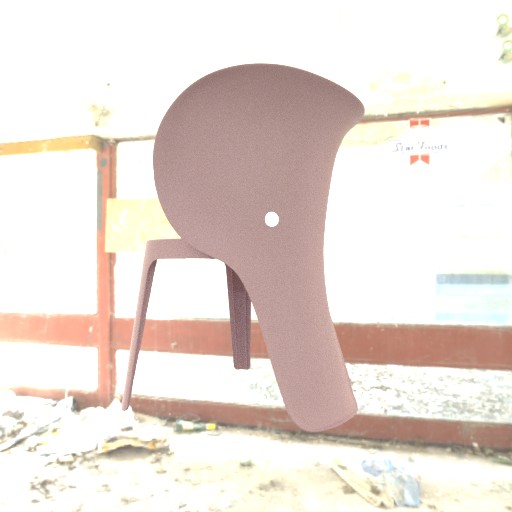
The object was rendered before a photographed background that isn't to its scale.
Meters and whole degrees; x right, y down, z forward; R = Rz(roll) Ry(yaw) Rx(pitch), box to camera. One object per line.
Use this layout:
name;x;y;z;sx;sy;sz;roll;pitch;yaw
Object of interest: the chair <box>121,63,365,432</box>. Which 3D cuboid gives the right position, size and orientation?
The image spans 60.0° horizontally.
chair;0.000;0.000;0.856;0.402;0.554;0.451;-1;-1;35
